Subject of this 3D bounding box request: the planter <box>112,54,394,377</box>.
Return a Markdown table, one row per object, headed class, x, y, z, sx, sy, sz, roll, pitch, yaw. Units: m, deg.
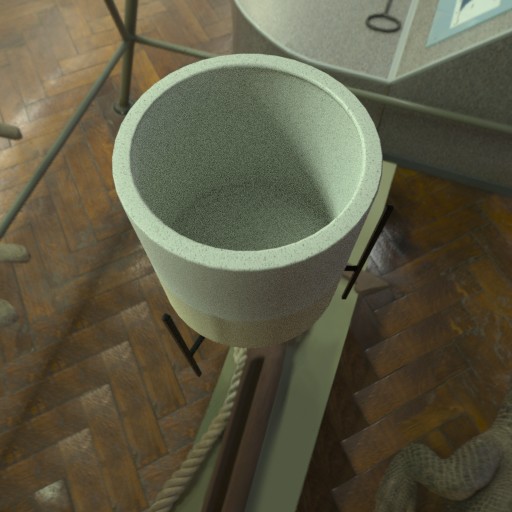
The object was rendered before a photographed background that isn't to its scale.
| class | x | y | z | sx | sy | sz | roll | pitch | yaw |
| --- | --- | --- | --- | --- | --- | --- | --- | --- | --- |
| planter | 0.000 | 0.000 | 0.540 | 0.263 | 0.362 | 0.267 | 18 | 66 | 8 |
